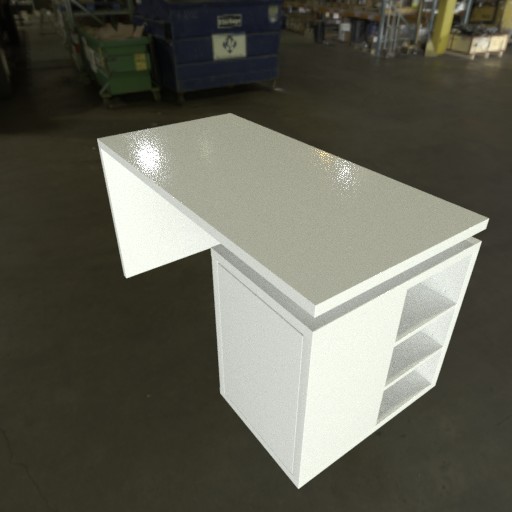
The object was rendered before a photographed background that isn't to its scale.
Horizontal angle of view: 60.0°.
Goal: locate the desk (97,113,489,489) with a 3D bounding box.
[{"bbox_3d":[0.000,0.000,1.818,0.690,0.740,1.400,-21,39,-29],"label":"desk"}]
